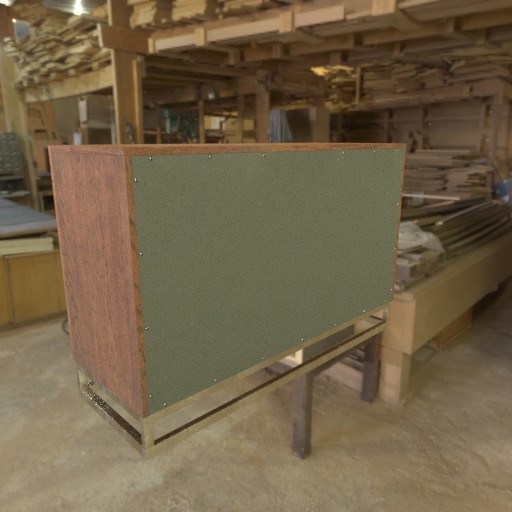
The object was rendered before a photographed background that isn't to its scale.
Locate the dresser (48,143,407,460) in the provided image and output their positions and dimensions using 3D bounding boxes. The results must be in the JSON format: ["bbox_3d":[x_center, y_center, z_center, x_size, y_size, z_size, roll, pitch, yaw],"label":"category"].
[{"bbox_3d":[0.000,0.000,2.167,1.646,1.061,0.623,-14,20,-42],"label":"dresser"}]
